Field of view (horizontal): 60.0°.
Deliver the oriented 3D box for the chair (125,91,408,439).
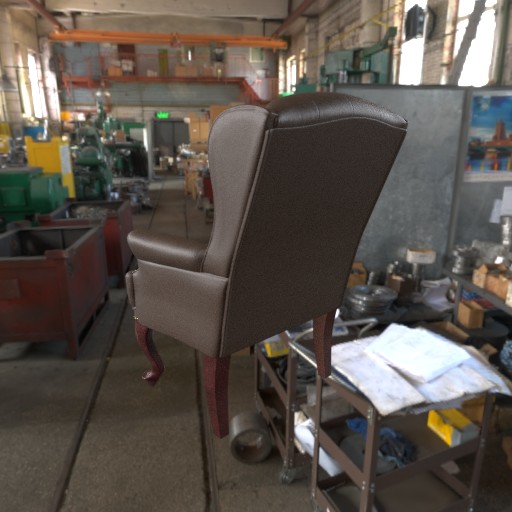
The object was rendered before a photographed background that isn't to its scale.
[{"bbox_3d":[0.000,0.000,1.682,0.829,1.132,0.819,-14,21,-41],"label":"chair"}]
